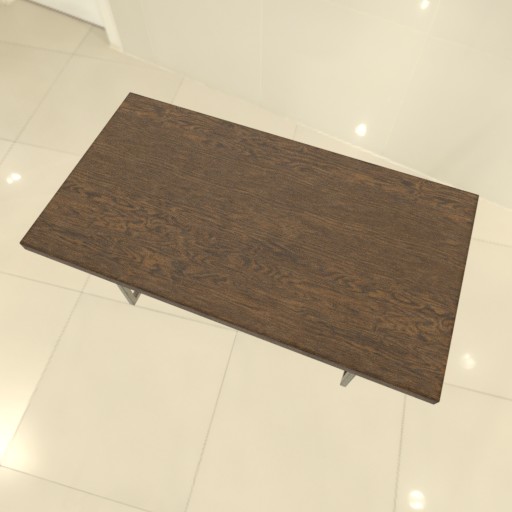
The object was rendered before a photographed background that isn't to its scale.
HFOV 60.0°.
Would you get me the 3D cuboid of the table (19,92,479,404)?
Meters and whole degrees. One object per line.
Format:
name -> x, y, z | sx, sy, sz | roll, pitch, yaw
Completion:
table -> 0.000, 0.000, 2.511 | 1.989, 0.795, 1.078 | 19, 64, 10
